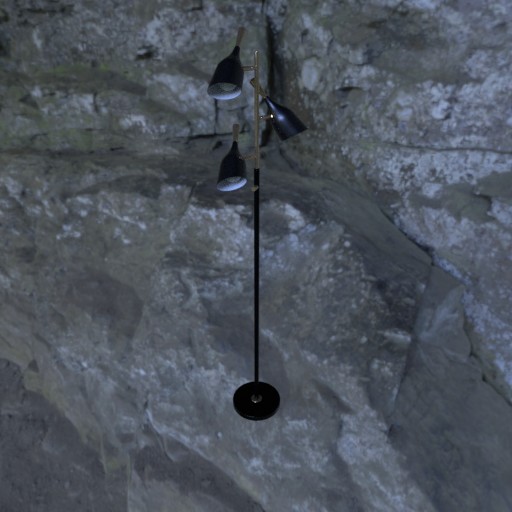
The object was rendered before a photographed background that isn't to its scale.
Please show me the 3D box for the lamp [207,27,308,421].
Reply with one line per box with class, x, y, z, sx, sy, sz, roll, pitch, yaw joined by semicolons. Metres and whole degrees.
lamp;0.000;0.000;1.937;0.434;1.778;0.253;-19;34;-31
